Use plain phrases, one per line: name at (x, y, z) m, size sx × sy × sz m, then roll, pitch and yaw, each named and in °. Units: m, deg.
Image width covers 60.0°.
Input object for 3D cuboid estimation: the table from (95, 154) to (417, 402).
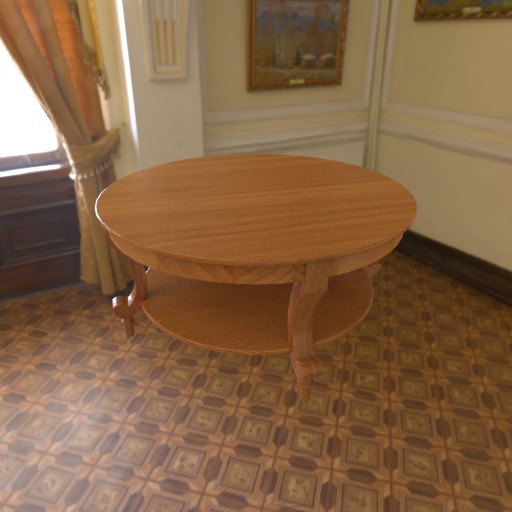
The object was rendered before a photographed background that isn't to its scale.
table at (0.000, 0.000, 1.591) m, size 1.029 × 0.490 × 1.029 m, roll 0°, pitch 27°, yaw 0°
